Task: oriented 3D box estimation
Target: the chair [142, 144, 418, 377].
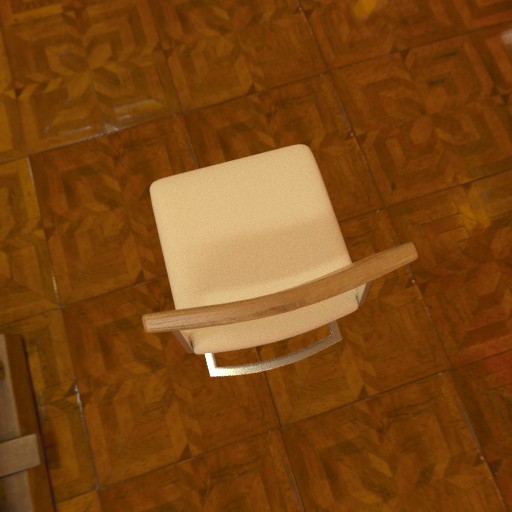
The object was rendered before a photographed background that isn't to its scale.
[{"bbox_3d":[0.000,0.000,1.166,0.467,0.844,0.585,-15,76,-4],"label":"chair"}]
